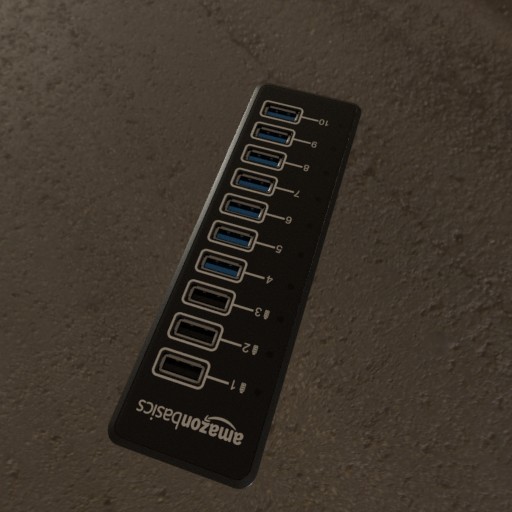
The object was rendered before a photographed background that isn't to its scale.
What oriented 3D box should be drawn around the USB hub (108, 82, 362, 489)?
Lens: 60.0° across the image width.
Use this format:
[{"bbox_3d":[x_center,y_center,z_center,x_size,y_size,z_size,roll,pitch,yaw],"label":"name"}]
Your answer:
[{"bbox_3d":[0.000,0.000,0.161,0.044,0.023,0.145,16,65,8],"label":"USB hub"}]
